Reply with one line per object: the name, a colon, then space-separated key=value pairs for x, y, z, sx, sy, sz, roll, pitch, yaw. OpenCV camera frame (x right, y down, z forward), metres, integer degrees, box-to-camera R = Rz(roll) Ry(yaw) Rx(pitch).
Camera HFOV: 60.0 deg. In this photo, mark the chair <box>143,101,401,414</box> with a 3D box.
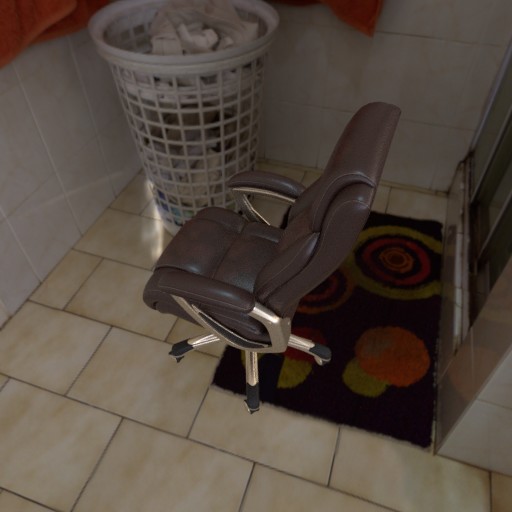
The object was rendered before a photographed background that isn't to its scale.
chair: x=0.000 y=0.000 z=1.644 sx=0.749 sy=1.194 sz=0.692 roll=15 pitch=48 yaw=14
